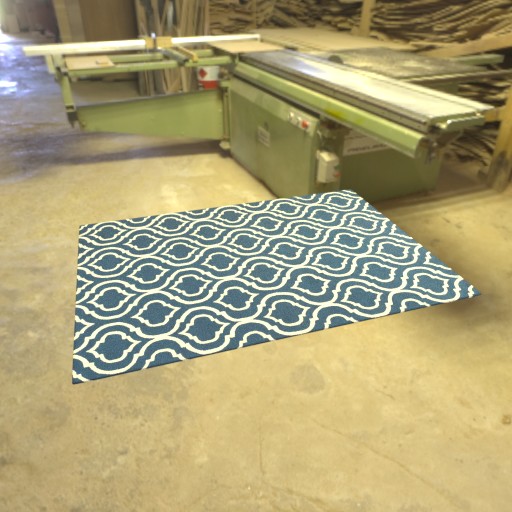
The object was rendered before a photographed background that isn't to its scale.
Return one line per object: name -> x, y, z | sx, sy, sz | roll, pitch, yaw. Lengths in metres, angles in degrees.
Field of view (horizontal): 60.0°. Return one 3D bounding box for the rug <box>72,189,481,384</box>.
rug -> 0.000, 0.000, 2.786 | 2.134, 0.010, 1.524 | -9, 33, -15
